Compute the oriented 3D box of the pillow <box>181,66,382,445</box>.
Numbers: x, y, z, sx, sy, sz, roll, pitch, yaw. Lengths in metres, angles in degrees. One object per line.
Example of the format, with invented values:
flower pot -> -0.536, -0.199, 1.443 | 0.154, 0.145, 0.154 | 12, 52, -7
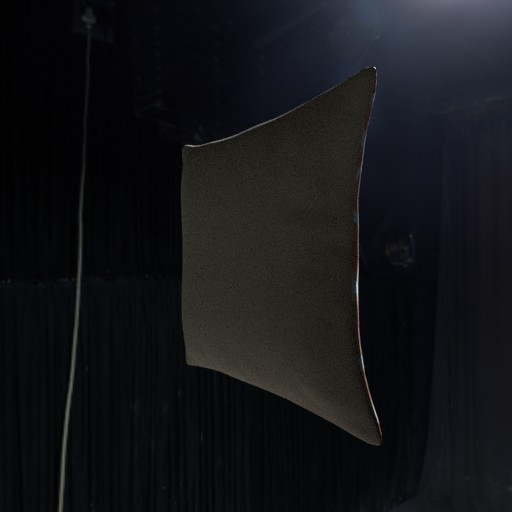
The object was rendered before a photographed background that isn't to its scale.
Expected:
pillow -> 0.000, 0.000, 0.811 | 0.166, 0.508, 0.552 | 0, 0, -36
